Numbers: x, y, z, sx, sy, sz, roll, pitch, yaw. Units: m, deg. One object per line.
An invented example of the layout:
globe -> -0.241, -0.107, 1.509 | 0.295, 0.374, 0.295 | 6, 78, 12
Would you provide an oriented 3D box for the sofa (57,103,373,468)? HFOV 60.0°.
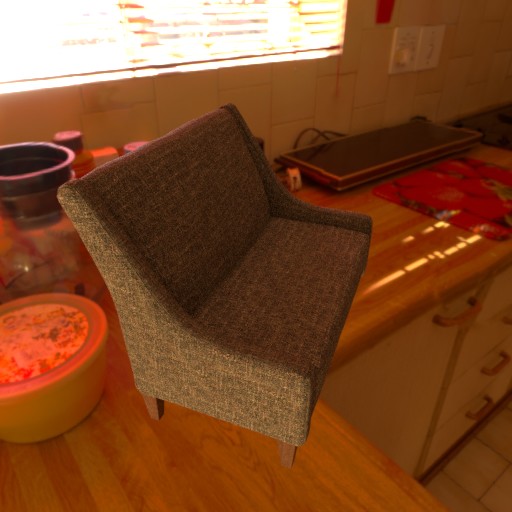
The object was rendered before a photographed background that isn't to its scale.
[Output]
sofa -> 0.000, 0.000, 1.963 | 0.870, 1.021, 1.242 | 12, 33, 19
